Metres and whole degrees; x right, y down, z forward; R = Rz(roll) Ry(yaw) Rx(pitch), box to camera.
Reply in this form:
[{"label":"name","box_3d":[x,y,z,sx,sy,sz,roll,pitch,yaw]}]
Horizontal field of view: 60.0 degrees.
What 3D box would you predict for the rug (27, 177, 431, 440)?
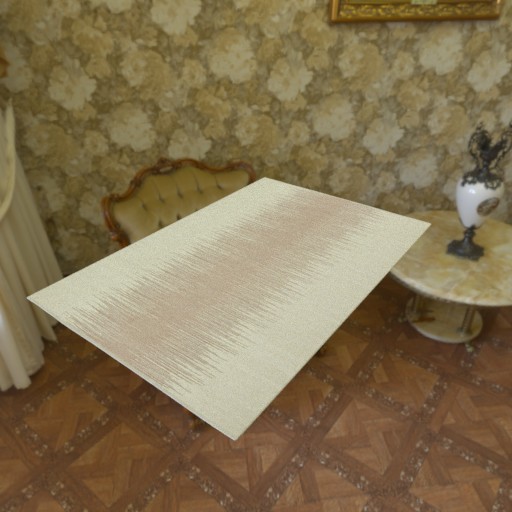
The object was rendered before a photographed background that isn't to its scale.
[{"label":"rug","box_3d":[0.000,0.000,2.331,1.234,0.006,1.850,22,38,31]}]
